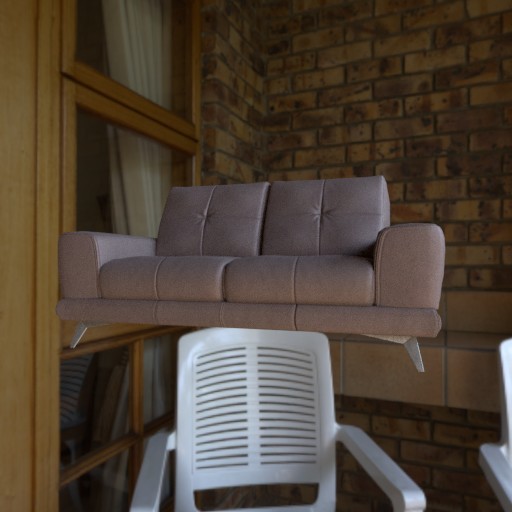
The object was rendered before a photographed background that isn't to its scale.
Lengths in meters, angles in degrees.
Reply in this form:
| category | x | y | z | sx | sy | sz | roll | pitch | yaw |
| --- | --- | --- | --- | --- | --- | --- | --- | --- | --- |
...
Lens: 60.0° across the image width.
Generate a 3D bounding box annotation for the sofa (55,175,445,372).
| category | x | y | z | sx | sy | sz | roll | pitch | yaw |
| --- | --- | --- | --- | --- | --- | --- | --- | --- | --- |
| sofa | 0.000 | 0.000 | 2.383 | 1.806 | 0.907 | 1.018 | 0 | -1 | 17 |
